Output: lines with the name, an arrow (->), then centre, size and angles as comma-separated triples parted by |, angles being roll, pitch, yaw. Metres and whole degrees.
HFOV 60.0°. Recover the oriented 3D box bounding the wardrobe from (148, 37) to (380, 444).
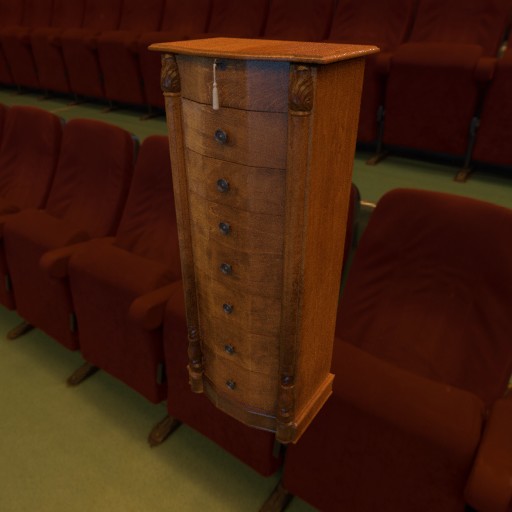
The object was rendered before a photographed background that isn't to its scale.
wardrobe -> 0.000, 0.000, 1.115 | 0.406, 0.959, 0.273 | 19, 35, 30
